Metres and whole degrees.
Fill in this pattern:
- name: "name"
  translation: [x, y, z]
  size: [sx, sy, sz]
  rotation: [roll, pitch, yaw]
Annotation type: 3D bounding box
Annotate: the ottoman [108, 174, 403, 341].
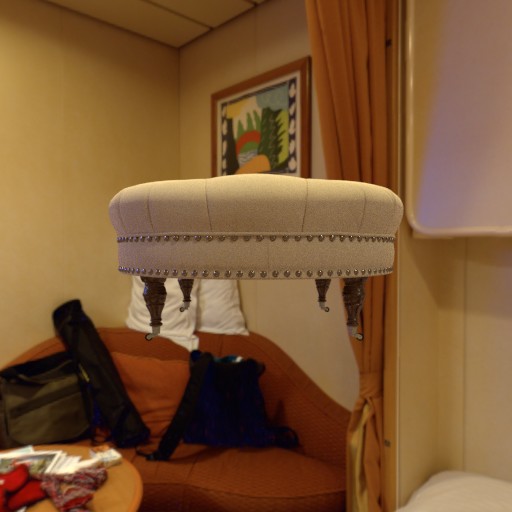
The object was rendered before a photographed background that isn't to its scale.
- name: "ottoman"
  translation: [0.000, 0.000, 1.428]
  size: [0.901, 0.439, 0.901]
  rotation: [0, 1, 0]
